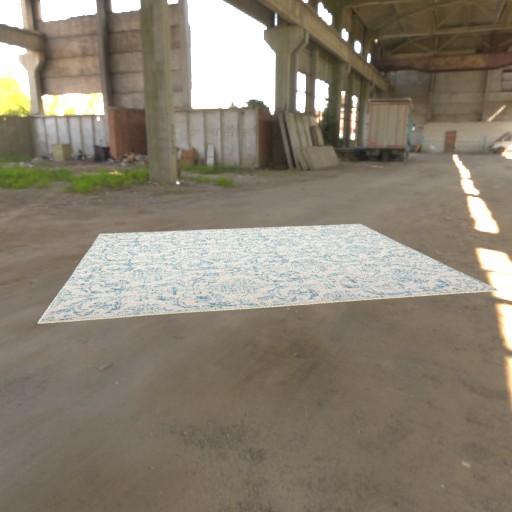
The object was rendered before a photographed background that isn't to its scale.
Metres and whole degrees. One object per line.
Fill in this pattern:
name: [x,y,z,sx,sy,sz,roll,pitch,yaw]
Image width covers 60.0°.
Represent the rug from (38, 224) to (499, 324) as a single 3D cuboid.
rug: [0.000,0.000,3.912,2.980,0.012,2.363,-3,16,-10]
